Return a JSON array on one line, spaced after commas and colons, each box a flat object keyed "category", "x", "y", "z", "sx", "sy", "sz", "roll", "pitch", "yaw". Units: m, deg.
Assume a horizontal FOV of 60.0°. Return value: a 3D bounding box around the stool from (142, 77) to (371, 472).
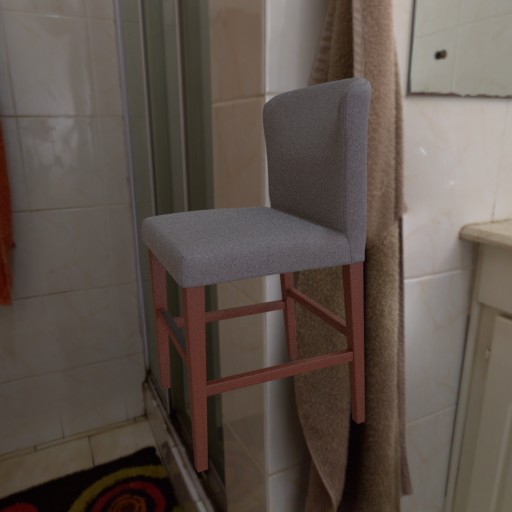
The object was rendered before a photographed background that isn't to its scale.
[{"category": "stool", "x": 0.000, "y": 0.000, "z": 1.278, "sx": 0.568, "sy": 0.968, "sz": 0.481, "roll": -7, "pitch": 17, "yaw": -23}]
